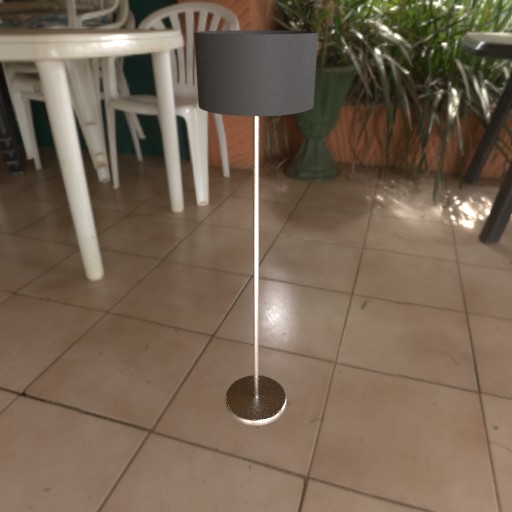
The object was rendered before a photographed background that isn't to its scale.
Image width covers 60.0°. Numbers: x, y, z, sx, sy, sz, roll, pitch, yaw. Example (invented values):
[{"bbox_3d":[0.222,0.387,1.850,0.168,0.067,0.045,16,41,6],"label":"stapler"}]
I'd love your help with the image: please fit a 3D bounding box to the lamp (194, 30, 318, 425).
[{"bbox_3d":[0.000,0.000,1.600,0.348,1.443,0.348,8,30,15],"label":"lamp"}]
